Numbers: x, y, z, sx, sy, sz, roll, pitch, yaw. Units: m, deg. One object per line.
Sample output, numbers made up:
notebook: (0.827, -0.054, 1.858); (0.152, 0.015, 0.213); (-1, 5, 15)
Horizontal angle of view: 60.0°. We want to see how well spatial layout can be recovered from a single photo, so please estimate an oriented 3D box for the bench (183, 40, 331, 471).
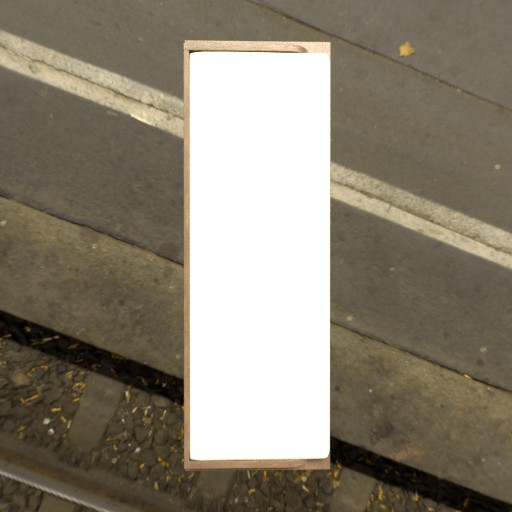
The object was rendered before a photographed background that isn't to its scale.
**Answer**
bench: (0.000, 0.000, 1.424); (0.402, 0.501, 1.185); (0, 91, -1)
